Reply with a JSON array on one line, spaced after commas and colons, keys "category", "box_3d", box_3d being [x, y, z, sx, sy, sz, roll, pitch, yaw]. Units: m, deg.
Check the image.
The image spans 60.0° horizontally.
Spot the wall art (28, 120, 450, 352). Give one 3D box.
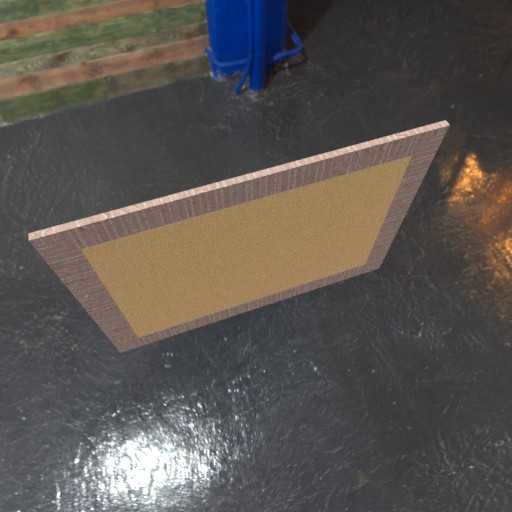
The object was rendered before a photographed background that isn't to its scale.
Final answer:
[{"category": "wall art", "box_3d": [0.000, 0.000, 1.385, 1.056, 0.761, 0.020, -17, 61, -10]}]
